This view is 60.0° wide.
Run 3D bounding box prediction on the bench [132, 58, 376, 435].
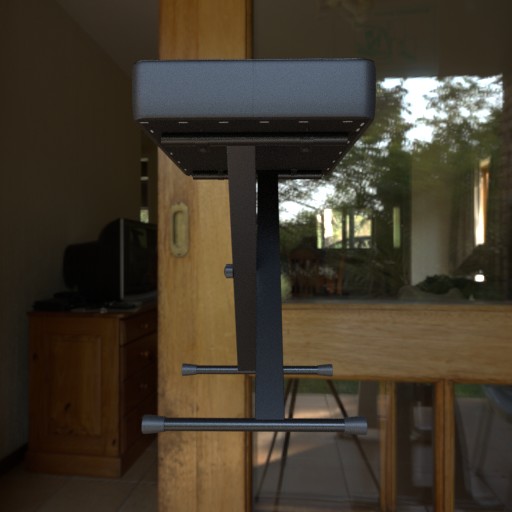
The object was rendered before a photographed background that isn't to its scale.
[{"bbox_3d":[0.000,0.000,0.773,0.321,0.500,0.424,0,0,1],"label":"bench"}]
